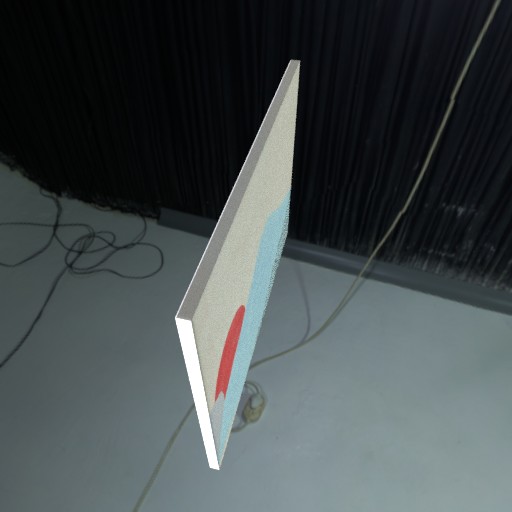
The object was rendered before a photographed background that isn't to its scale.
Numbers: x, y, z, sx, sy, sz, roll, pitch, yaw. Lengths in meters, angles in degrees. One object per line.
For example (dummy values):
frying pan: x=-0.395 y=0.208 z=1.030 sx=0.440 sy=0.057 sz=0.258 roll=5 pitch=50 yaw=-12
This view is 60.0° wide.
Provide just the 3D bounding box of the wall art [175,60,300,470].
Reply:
wall art: x=0.000 y=0.000 z=1.617 sx=0.042 sy=0.912 sz=1.219 roll=10 pitch=48 yaw=9
